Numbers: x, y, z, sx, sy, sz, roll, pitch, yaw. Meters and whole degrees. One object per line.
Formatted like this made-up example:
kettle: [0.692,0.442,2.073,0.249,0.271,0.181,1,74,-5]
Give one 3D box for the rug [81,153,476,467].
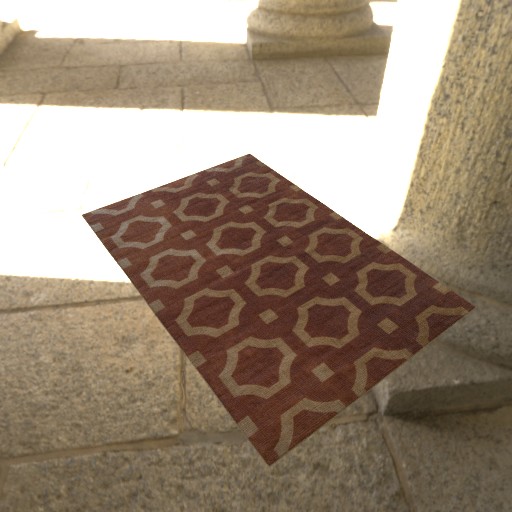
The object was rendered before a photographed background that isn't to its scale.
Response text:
rug: [0.000,0.000,2.957,1.555,0.016,2.286,-26,48,-26]
